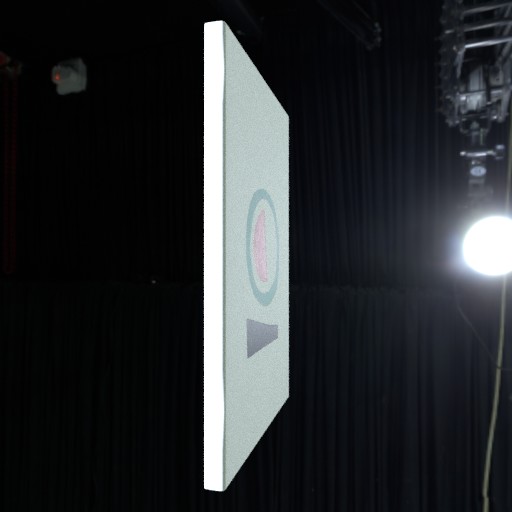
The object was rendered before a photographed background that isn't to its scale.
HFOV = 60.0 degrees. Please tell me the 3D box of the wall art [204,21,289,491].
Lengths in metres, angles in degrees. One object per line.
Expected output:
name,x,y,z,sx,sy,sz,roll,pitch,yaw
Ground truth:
wall art,0.000,0.000,1.140,0.048,0.902,0.602,0,0,16
